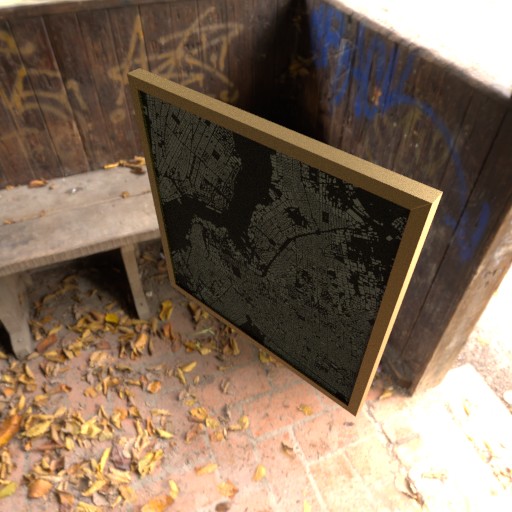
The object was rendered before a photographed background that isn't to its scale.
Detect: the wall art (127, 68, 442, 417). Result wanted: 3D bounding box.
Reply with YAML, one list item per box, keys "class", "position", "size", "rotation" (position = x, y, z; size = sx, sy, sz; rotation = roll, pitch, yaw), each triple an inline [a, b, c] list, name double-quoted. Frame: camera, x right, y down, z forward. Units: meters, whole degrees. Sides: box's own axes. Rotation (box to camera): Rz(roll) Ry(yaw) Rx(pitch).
- class: "wall art"
  position: [0.000, 0.000, 2.923]
  size: [1.926, 1.926, 0.099]
  rotation: [31, 53, 27]
